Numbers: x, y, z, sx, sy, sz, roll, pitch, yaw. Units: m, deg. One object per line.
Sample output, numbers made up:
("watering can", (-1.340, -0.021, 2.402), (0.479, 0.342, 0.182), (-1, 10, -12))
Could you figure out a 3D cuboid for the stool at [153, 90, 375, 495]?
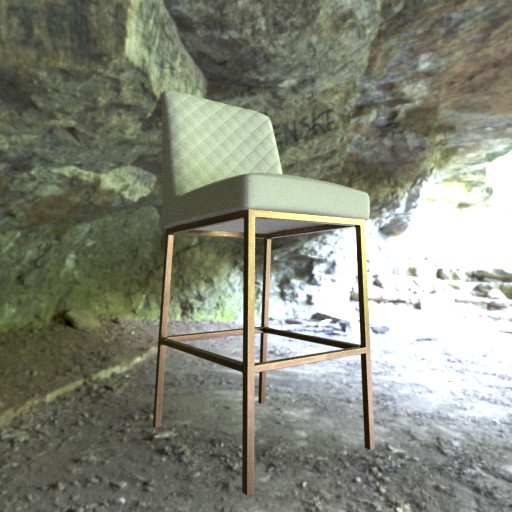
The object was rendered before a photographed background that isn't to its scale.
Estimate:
("stool", (0.000, 0.000, 1.342), (0.462, 1.084, 0.546), (1, -2, -36))
